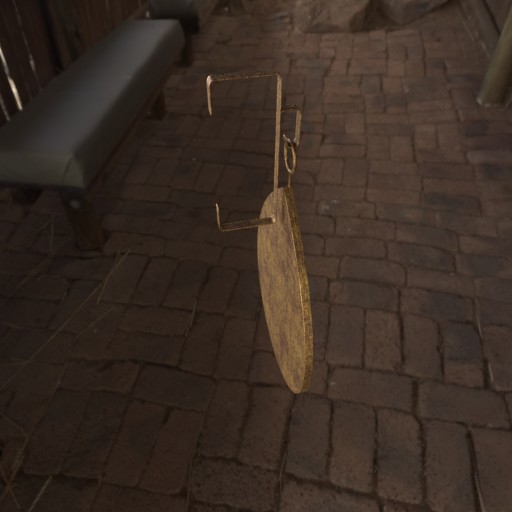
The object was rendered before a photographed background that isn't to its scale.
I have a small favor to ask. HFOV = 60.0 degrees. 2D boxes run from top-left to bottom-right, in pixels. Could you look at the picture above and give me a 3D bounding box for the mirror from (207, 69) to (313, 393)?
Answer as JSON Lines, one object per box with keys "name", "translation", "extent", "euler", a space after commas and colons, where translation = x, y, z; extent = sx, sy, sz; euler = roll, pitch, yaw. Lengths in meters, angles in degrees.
{"name": "mirror", "translation": [0.000, 0.000, 0.906], "extent": [0.144, 0.744, 0.405], "euler": [-9, 45, -9]}
